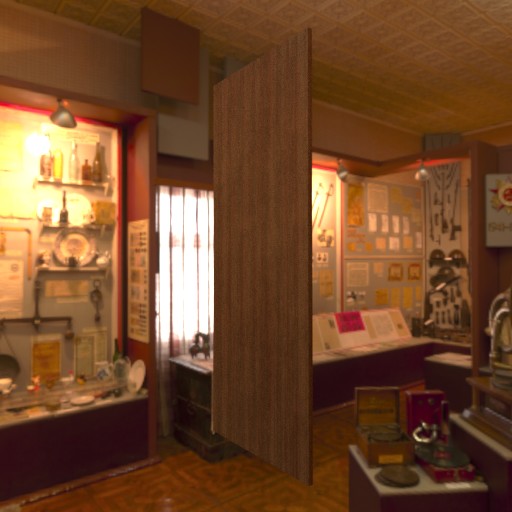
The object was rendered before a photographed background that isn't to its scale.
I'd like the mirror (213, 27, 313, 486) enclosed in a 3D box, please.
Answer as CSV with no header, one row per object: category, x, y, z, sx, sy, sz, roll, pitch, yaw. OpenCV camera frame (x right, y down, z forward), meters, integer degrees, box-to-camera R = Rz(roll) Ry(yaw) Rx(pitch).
mirror,0.000,0.000,2.295,0.025,2.032,0.812,1,-1,-36
